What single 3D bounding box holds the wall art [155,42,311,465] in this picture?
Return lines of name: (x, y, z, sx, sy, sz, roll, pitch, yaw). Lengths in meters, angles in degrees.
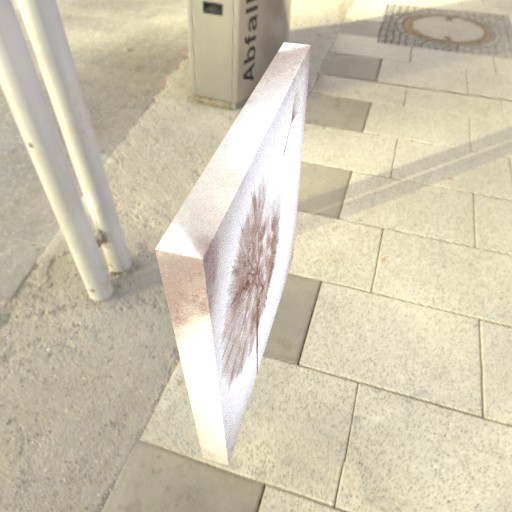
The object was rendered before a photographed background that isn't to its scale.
wall art: (0.000, 0.000, 0.446, 0.028, 0.303, 0.303, 11, 47, 11)
